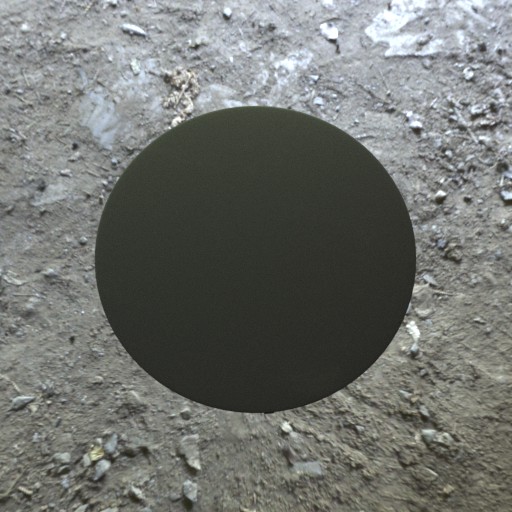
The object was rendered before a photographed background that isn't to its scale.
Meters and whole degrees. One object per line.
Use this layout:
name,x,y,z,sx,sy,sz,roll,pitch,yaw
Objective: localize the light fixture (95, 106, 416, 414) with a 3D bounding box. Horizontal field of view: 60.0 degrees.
light fixture,0.000,0.000,0.537,0.356,0.102,0.356,0,73,0
